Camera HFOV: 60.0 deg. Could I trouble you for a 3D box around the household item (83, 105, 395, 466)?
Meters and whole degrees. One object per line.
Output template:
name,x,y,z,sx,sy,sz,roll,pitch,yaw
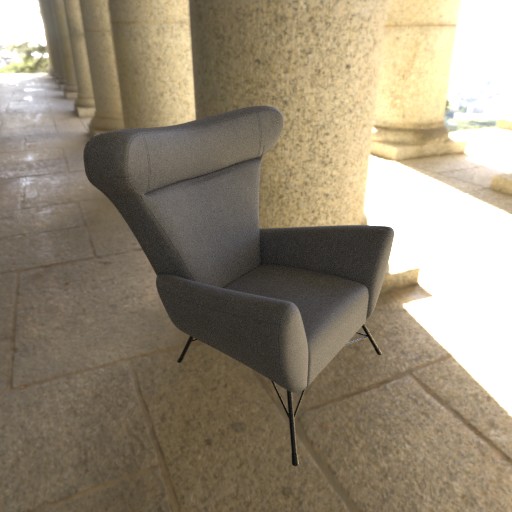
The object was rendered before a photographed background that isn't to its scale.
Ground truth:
household item,0.000,0.000,1.798,0.900,1.050,0.980,18,31,32
